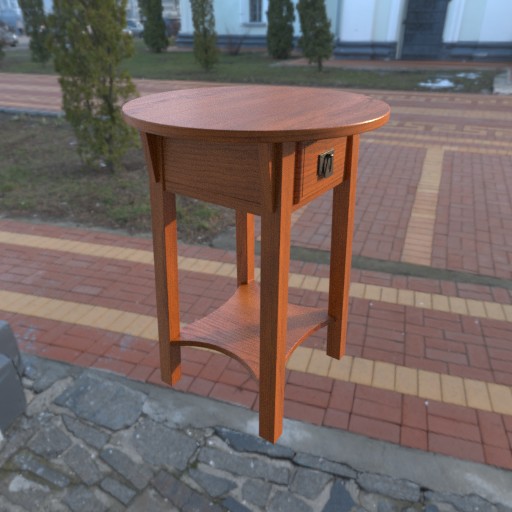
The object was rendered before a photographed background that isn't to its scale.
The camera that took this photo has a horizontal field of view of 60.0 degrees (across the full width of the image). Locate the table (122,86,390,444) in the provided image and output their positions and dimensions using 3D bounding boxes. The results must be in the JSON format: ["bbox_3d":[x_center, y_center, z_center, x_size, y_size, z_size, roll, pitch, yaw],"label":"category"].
[{"bbox_3d":[0.000,0.000,0.921,0.457,0.610,0.457,0,28,0],"label":"table"}]
